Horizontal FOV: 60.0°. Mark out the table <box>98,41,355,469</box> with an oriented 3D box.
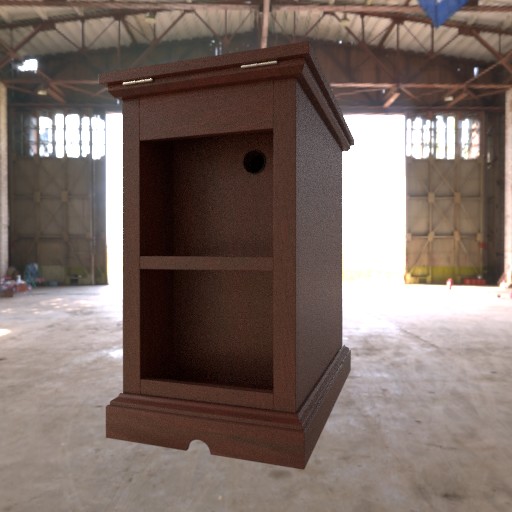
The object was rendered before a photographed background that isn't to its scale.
[{"bbox_3d":[0.000,0.000,0.960,0.356,0.612,0.584,0,1,19],"label":"table"}]
